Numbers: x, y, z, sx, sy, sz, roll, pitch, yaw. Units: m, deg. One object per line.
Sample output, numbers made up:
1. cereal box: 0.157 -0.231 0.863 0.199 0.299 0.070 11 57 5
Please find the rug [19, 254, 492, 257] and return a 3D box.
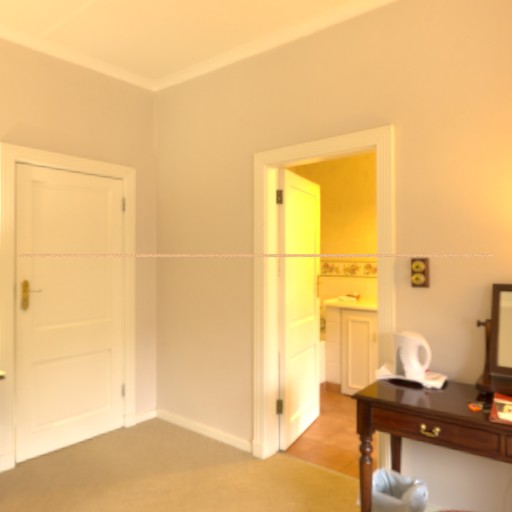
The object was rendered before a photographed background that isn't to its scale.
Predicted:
1. rug: 0.000 0.000 2.747 2.134 0.013 1.524 0 0 1
